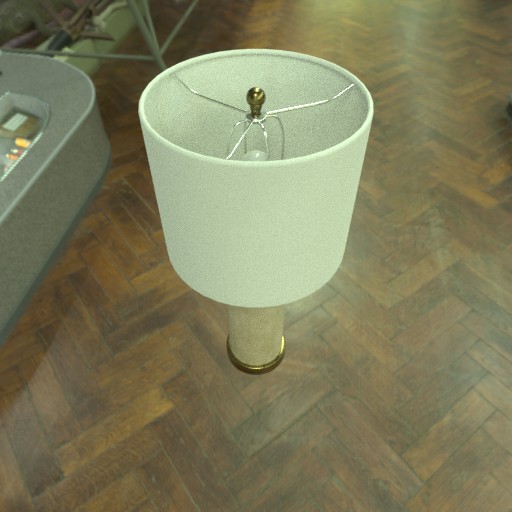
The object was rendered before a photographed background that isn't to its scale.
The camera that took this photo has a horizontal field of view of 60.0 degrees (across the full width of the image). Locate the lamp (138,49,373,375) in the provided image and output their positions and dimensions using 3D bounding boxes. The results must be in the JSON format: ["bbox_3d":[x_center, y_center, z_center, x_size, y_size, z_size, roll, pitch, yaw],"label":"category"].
[{"bbox_3d":[0.000,0.000,0.805,0.305,0.634,0.305,-17,49,-15],"label":"lamp"}]
